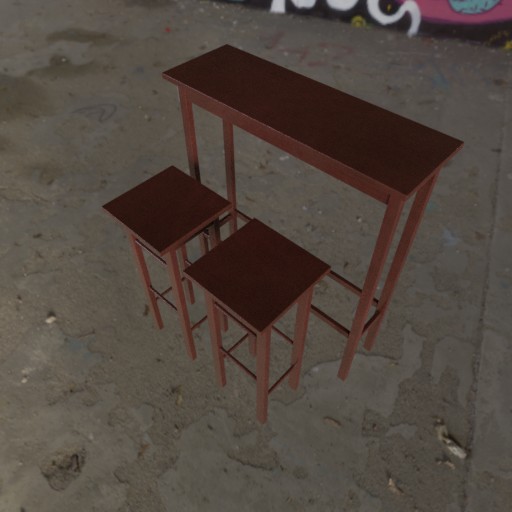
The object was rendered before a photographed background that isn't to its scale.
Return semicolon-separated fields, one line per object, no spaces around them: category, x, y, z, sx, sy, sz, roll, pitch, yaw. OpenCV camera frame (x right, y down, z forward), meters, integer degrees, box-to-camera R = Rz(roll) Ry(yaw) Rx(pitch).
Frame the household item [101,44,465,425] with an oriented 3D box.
household item;0.000;0.000;1.638;0.914;1.067;0.676;35;57;27
